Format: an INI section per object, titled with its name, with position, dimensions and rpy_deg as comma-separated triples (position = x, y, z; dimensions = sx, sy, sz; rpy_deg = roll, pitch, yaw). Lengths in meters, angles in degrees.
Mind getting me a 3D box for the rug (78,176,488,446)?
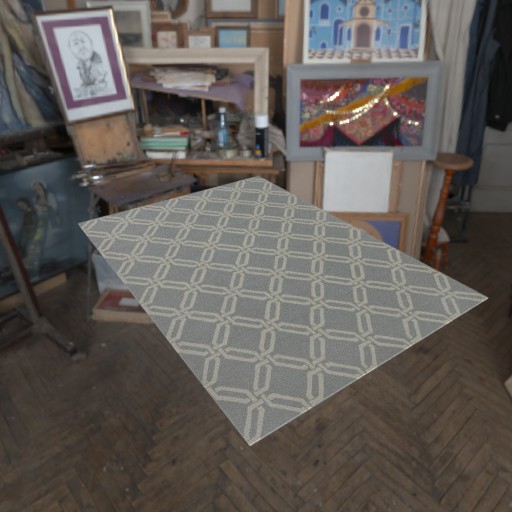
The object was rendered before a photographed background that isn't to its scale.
[rug]
position = 0.000, 0.000, 4.313
dimensions = 2.438, 0.013, 3.353
rpy_deg = -20, 37, -29
